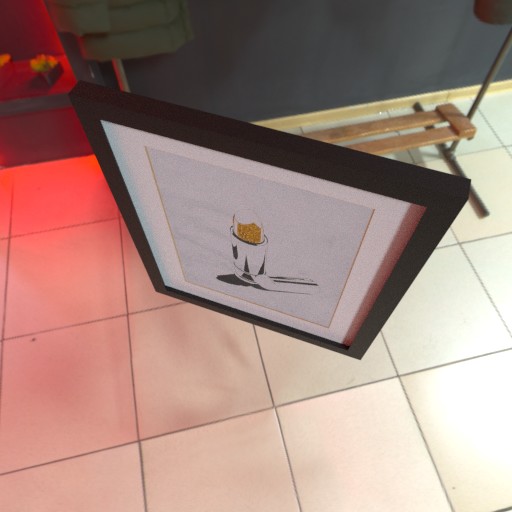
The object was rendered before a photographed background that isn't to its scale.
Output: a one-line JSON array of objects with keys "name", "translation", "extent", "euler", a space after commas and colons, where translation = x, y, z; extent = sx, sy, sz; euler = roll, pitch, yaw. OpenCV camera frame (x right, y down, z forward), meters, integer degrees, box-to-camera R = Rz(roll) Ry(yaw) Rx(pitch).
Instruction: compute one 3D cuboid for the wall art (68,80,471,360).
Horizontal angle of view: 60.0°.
[{"name": "wall art", "translation": [0.000, 0.000, 0.514], "extent": [0.330, 0.381, 0.019], "euler": [17, 61, 10]}]
